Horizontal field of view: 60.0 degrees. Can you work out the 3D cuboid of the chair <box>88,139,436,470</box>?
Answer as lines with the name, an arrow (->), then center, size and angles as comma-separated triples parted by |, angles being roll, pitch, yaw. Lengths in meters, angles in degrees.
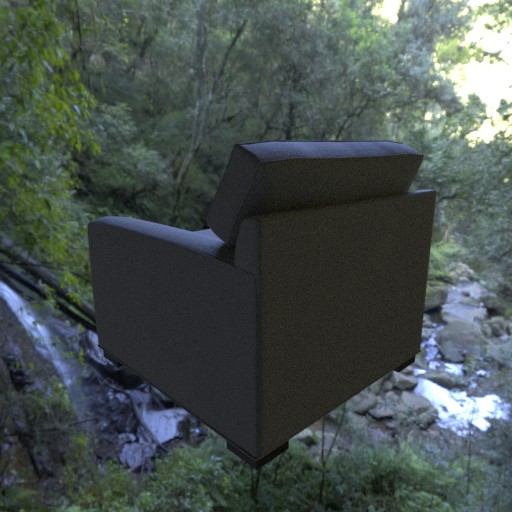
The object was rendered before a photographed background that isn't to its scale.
chair -> 0.000, 0.000, 1.847 | 0.999, 0.934, 1.044 | -13, 20, -42
